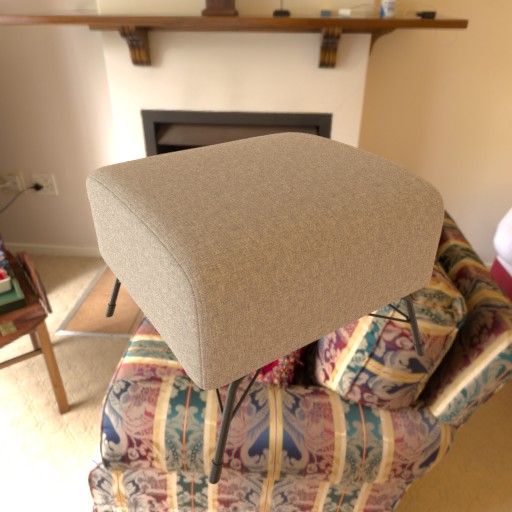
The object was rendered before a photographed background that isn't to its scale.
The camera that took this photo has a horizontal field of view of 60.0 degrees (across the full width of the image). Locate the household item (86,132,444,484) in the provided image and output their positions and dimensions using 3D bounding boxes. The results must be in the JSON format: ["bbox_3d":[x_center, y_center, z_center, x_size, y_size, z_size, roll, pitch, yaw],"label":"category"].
[{"bbox_3d":[0.000,0.000,0.912,0.530,0.410,0.530,-19,35,-29],"label":"household item"}]
